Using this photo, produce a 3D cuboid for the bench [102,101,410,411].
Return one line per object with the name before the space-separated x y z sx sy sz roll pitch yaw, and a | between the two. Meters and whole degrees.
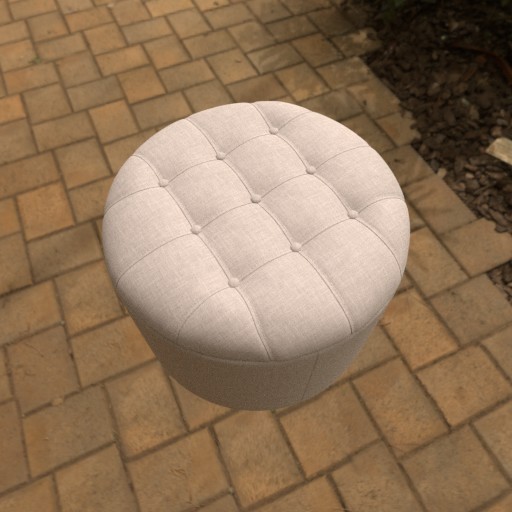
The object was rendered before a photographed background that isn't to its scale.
bench | 0.000 0.000 1.006 0.600 0.453 0.600 0 59 0
